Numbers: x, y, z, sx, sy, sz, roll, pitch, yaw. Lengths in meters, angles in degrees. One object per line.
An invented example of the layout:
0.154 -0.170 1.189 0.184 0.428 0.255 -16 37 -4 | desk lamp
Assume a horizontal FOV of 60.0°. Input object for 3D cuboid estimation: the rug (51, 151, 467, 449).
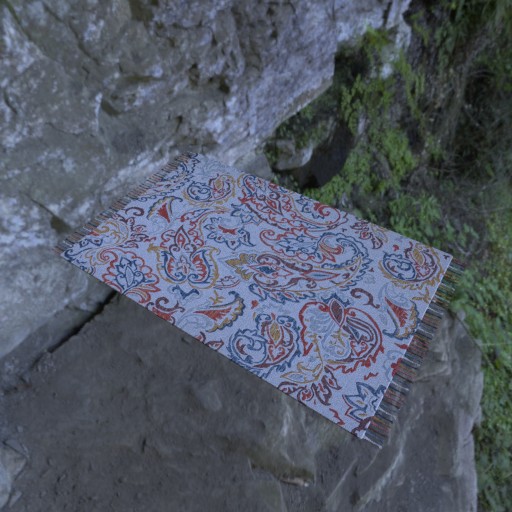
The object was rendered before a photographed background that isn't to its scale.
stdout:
0.000 0.000 2.470 1.997 0.010 1.218 26 52 22 | rug
